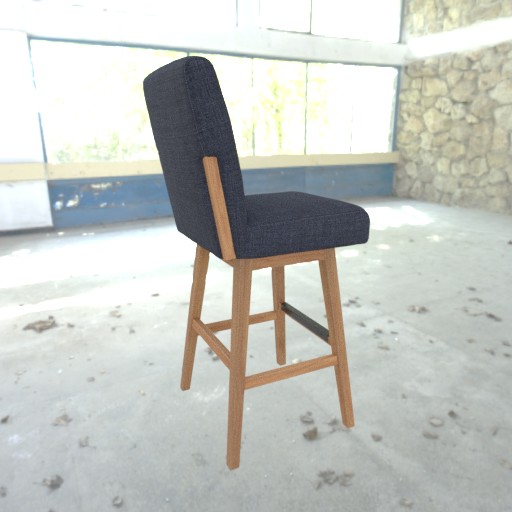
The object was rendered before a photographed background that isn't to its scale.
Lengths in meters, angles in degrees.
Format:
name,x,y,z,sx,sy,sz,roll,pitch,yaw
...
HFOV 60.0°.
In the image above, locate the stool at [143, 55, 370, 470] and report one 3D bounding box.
name,x,y,z,sx,sy,sz,roll,pitch,yaw
stool,0.000,0.000,1.417,0.570,1.112,0.483,-8,17,-25
